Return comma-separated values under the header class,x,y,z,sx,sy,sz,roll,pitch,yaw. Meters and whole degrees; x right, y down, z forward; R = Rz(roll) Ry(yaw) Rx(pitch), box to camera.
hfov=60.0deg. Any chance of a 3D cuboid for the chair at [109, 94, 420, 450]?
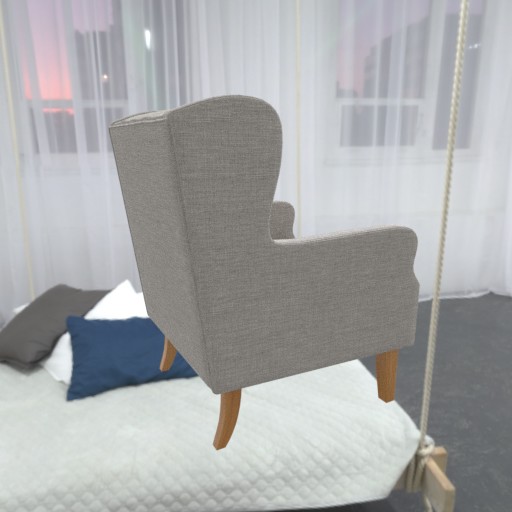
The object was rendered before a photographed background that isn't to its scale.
class,x,y,z,sx,sy,sz,roll,pitch,yaw
chair,0.000,0.000,1.457,0.760,0.930,0.710,-8,16,-28
